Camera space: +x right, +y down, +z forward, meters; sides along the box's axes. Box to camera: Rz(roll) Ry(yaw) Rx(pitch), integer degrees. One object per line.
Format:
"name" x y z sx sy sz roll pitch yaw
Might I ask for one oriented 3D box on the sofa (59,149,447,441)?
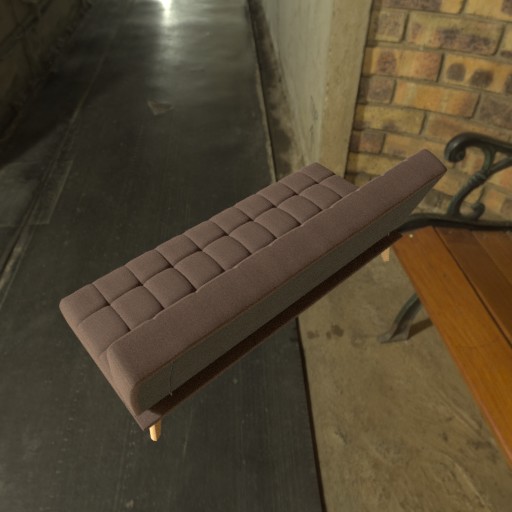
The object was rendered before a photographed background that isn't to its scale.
"sofa" 0.000 0.000 2.259 1.800 0.810 0.860 -32 54 -27
